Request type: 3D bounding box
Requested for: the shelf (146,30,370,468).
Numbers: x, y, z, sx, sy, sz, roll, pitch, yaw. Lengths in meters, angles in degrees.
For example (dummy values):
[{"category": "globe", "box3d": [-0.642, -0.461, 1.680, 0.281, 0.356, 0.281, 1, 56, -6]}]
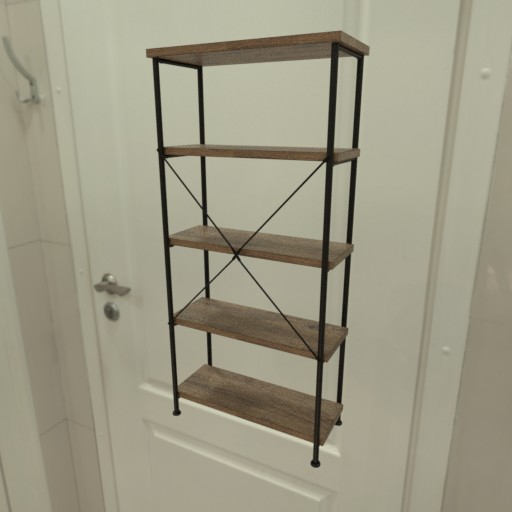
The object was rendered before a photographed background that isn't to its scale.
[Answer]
[{"category": "shelf", "box3d": [0.000, 0.000, 1.979, 0.800, 1.700, 0.360, 9, 19, 27]}]
